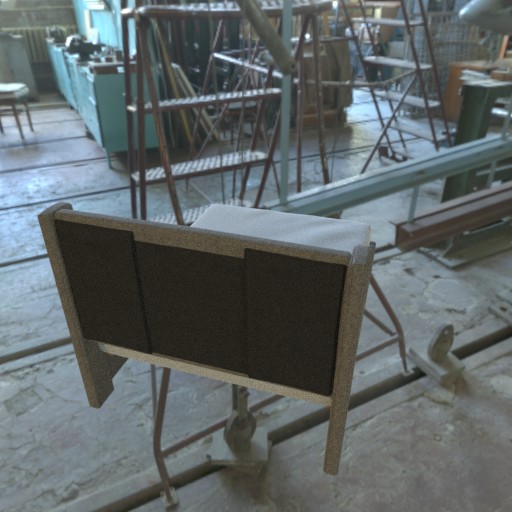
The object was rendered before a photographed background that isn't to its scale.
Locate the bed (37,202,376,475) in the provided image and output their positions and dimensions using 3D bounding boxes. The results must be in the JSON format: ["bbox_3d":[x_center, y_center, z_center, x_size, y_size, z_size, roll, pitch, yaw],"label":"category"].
[{"bbox_3d":[0.000,0.000,3.384,1.714,1.481,2.245,9,32,15],"label":"bed"}]
